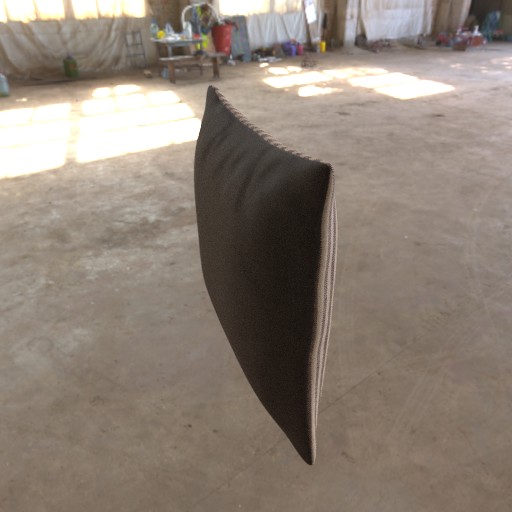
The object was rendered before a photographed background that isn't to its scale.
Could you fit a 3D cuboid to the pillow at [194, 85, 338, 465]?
[{"bbox_3d":[0.000,0.000,0.802,0.166,0.506,0.523,-10,32,-16],"label":"pillow"}]
